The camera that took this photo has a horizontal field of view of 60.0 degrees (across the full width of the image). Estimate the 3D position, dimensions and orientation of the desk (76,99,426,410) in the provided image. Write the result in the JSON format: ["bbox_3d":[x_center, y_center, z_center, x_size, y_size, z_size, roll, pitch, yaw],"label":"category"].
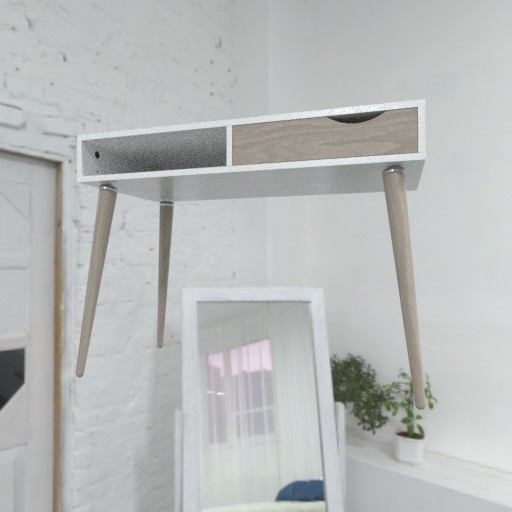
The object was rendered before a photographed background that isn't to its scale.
[{"bbox_3d":[0.000,0.000,1.402,0.979,0.723,0.491,0,-1,18],"label":"desk"}]
